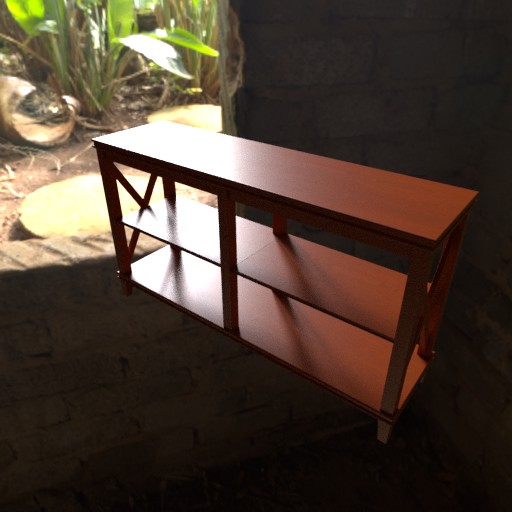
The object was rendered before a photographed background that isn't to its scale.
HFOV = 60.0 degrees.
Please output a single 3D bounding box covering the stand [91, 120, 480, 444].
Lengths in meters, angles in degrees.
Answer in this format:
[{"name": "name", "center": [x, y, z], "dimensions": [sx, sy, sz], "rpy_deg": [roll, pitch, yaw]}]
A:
[{"name": "stand", "center": [0.000, 0.000, 1.727], "dimensions": [1.372, 0.762, 0.381], "rpy_deg": [22, 37, 32]}]
